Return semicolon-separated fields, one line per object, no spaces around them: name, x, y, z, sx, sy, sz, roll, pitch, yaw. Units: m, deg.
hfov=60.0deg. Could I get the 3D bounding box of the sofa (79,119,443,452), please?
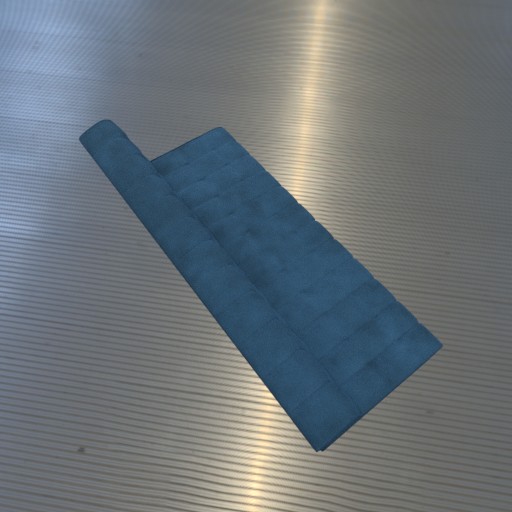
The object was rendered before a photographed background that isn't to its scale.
sofa;0.000;0.000;2.277;0.855;0.813;1.804;-33;64;-18
